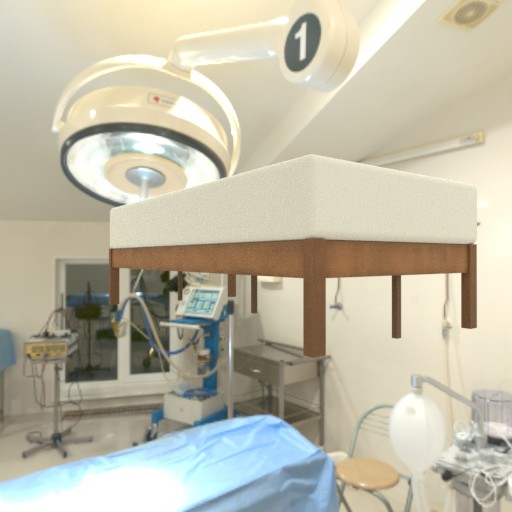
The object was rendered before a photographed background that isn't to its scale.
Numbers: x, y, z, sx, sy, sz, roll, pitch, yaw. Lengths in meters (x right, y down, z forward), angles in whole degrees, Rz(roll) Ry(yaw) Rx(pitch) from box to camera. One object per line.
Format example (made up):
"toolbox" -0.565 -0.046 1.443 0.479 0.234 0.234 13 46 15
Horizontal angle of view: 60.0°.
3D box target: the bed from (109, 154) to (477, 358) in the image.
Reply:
"bed" 0.000 0.000 2.371 0.961 0.616 1.902 0 0 -36
